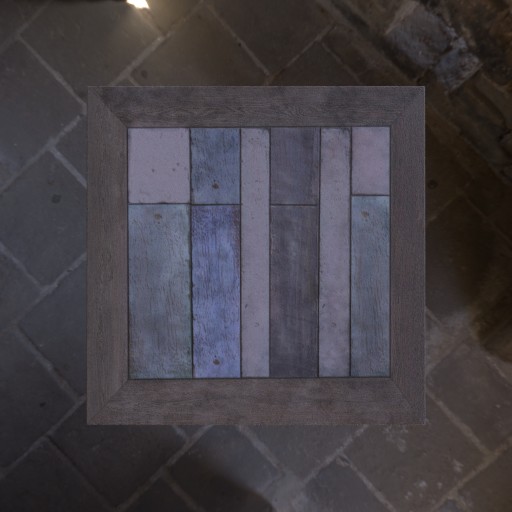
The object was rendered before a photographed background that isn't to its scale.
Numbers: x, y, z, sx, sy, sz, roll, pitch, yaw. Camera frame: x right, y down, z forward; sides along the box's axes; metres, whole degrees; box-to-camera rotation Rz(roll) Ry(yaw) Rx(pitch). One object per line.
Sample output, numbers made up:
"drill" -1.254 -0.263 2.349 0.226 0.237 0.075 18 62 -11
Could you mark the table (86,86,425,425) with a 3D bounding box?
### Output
"table" 0.000 0.000 1.102 0.610 0.610 0.610 0 90 0
